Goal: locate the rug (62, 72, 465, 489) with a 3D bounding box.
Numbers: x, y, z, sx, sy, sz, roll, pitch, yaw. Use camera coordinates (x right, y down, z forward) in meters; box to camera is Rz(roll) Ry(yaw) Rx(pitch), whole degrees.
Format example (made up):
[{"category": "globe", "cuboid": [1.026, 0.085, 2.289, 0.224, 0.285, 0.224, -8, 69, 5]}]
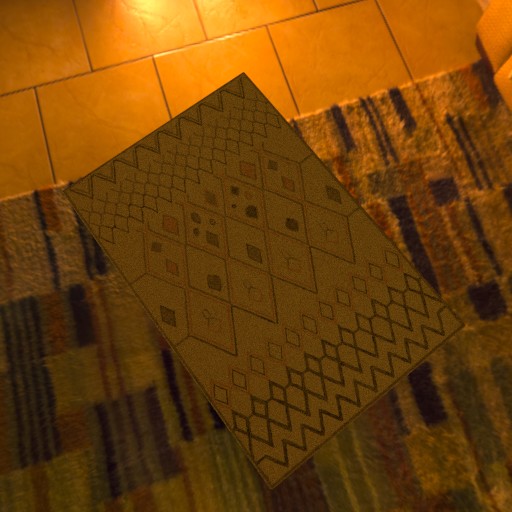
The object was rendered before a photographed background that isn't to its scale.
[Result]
[{"category": "rug", "cuboid": [0.000, 0.000, 2.284, 1.219, 0.016, 1.829, -36, 78, -9]}]
